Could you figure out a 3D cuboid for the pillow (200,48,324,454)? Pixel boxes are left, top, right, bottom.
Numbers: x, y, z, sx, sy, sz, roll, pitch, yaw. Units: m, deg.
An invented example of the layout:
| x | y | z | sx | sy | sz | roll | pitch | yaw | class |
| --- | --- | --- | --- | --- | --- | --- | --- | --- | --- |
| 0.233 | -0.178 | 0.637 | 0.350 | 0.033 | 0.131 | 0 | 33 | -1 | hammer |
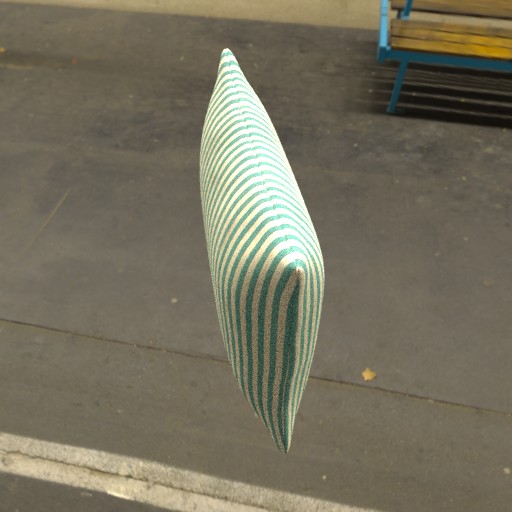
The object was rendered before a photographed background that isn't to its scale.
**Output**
| x | y | z | sx | sy | sz | roll | pitch | yaw | class |
| --- | --- | --- | --- | --- | --- | --- | --- | --- | --- |
| 0.000 | 0.000 | 0.785 | 0.166 | 0.510 | 0.523 | -8 | 48 | -7 | pillow |
